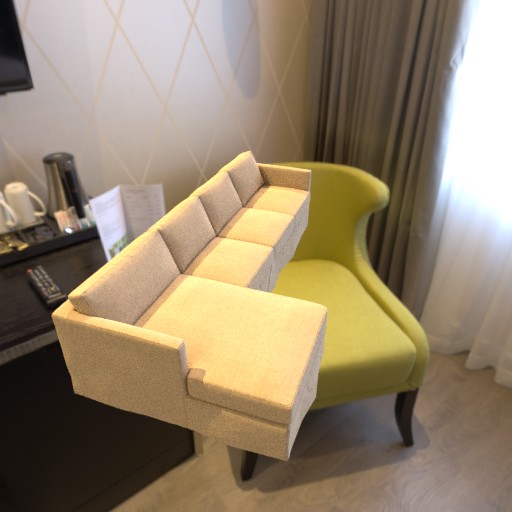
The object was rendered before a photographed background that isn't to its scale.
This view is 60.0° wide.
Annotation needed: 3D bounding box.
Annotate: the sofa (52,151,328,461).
[{"bbox_3d":[0.000,0.000,3.985,1.650,0.922,3.205,11,33,17],"label":"sofa"}]
